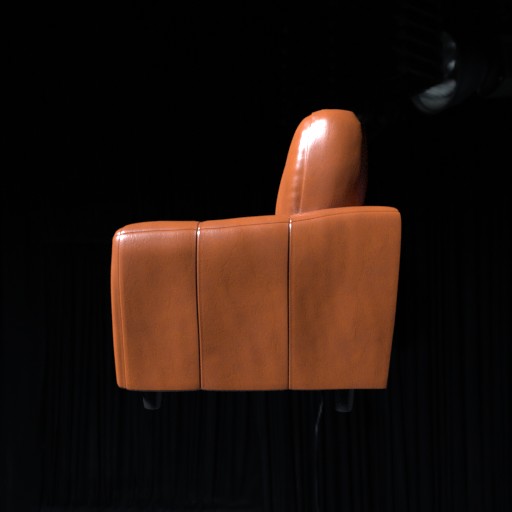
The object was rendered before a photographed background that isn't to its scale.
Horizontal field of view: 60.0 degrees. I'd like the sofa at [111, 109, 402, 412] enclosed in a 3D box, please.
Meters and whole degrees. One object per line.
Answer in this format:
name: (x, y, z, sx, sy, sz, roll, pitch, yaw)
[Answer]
sofa: (0.000, 0.000, 1.555, 0.789, 0.876, 0.836, 0, 0, 2)
